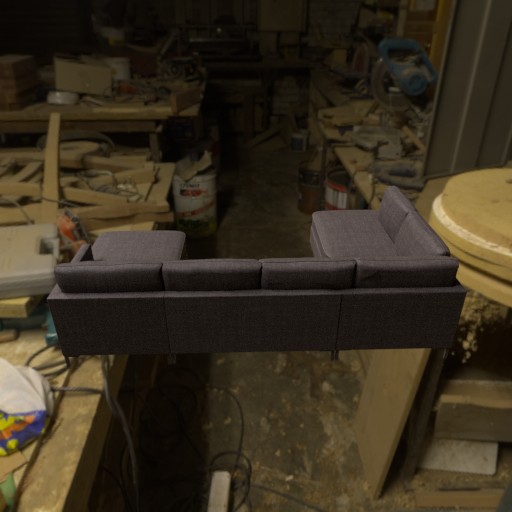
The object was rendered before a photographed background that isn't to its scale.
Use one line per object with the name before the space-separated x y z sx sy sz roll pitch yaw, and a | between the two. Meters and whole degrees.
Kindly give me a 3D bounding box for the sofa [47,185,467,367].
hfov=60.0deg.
sofa | 0.000 0.000 4.514 3.423 0.999 2.048 -1 30 -1
